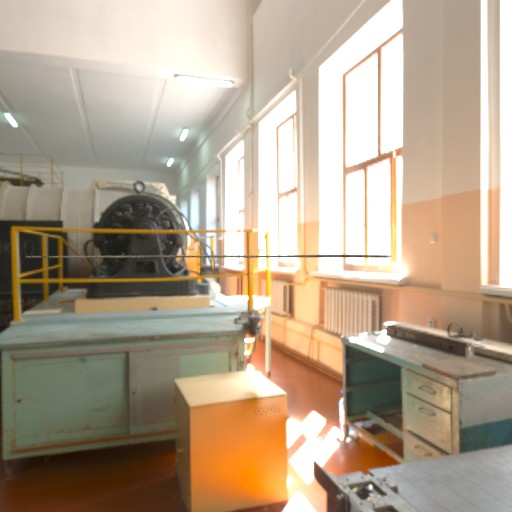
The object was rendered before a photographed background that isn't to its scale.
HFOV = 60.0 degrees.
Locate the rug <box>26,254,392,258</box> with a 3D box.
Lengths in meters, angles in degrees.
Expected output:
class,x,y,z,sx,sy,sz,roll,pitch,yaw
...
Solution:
class,x,y,z,sx,sy,sz,roll,pitch,yaw
rug,0.000,0.000,4.180,2.430,0.030,3.054,0,0,17
